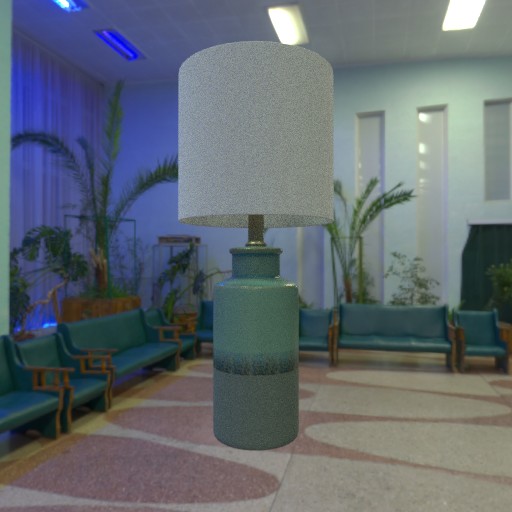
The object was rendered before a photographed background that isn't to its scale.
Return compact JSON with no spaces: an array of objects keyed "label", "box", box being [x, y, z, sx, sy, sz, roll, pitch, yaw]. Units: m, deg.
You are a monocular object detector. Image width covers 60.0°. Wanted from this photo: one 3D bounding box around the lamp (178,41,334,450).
[{"label":"lamp","box":[0.000,0.000,0.613,0.212,0.493,0.212,0,-1,18]}]
